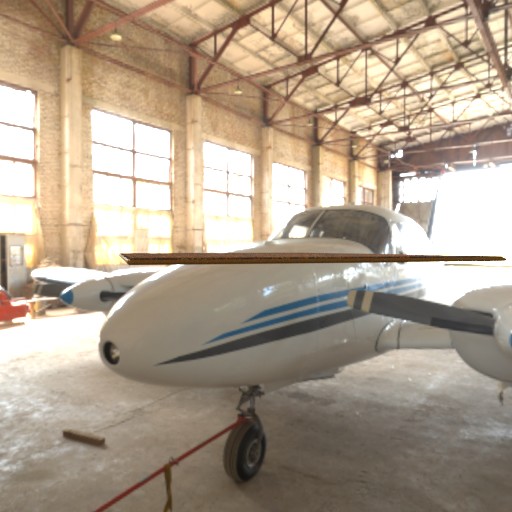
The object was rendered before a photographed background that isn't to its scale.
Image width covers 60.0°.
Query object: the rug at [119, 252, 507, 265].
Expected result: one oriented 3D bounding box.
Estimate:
[{"bbox_3d":[0.000,0.000,2.728,1.588,0.024,2.204,0,1,-18],"label":"rug"}]
